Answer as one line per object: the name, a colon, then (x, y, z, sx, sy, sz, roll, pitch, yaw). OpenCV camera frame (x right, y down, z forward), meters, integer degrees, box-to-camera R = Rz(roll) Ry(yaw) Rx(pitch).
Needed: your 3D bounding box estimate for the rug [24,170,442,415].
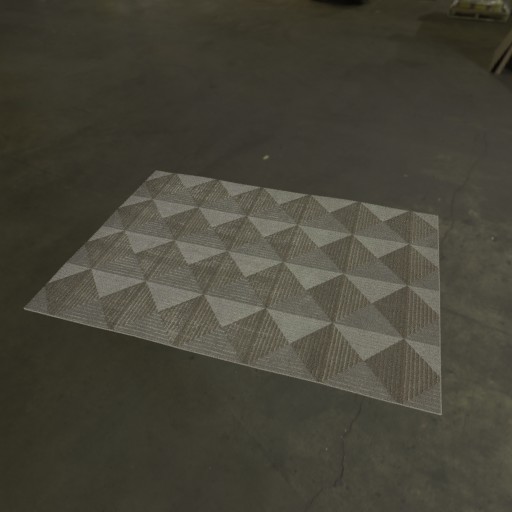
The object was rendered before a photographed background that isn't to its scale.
rug: (0.000, 0.000, 4.222, 3.333, 0.027, 2.428, 11, 41, 13)
